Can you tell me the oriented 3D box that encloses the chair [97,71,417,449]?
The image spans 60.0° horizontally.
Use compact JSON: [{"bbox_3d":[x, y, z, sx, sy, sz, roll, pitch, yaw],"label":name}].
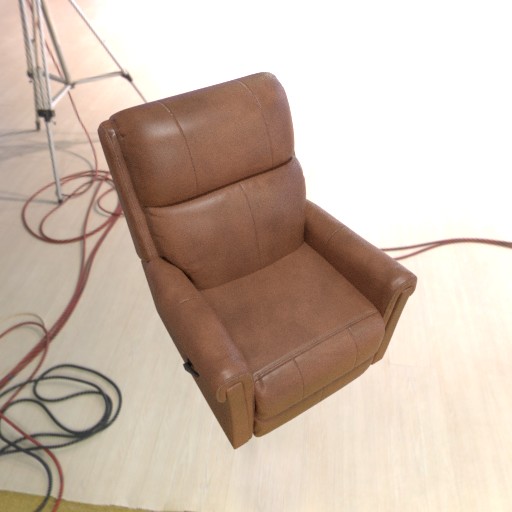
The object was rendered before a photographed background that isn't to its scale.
[{"bbox_3d":[0.000,0.000,1.754,0.838,1.054,1.014,-24,51,-21],"label":"chair"}]
